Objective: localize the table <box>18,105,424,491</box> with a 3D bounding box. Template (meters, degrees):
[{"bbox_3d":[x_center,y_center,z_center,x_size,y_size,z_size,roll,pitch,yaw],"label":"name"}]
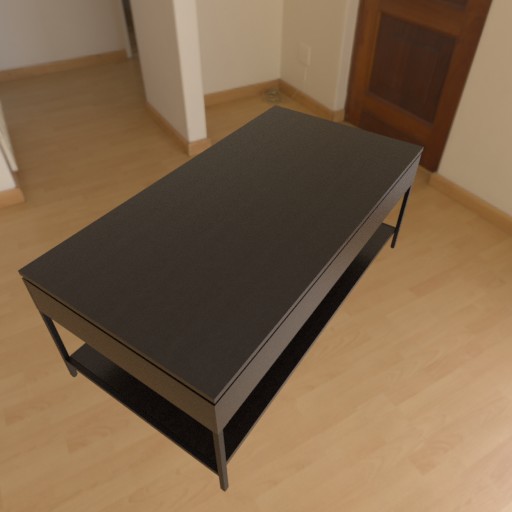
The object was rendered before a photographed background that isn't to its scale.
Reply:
[{"bbox_3d":[0.000,0.000,1.376,0.574,0.435,1.095,25,48,25],"label":"table"}]
